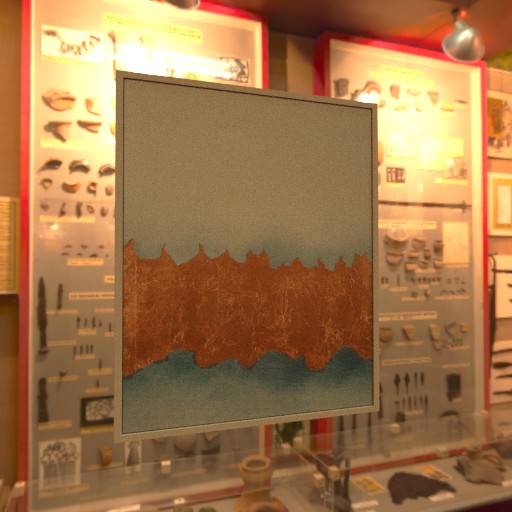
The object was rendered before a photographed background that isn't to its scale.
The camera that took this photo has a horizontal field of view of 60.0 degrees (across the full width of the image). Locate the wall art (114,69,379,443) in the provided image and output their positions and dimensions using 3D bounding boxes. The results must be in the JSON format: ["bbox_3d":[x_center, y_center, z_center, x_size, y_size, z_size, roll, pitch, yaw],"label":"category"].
[{"bbox_3d":[0.000,0.000,0.744,0.451,0.553,0.039,0,-1,-18],"label":"wall art"}]
